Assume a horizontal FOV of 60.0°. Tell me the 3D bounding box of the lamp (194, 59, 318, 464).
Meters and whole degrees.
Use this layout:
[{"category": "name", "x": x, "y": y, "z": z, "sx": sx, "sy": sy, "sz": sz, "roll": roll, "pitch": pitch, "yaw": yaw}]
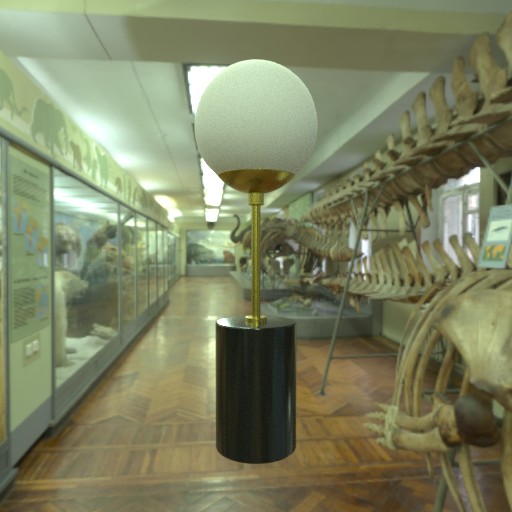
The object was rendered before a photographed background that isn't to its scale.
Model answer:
[{"category": "lamp", "x": 0.000, "y": 0.000, "z": 0.560, "sx": 0.153, "sy": 0.480, "sz": 0.153, "roll": 0, "pitch": 1, "yaw": 0}]
